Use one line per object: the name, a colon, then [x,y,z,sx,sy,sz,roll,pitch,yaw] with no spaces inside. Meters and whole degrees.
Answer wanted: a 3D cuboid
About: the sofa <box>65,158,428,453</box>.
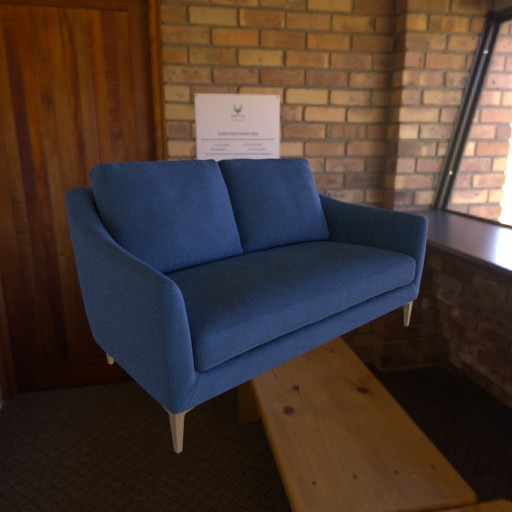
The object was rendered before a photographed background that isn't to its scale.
sofa: [0.000,0.000,2.134,1.619,0.902,0.960,-13,19,-42]
